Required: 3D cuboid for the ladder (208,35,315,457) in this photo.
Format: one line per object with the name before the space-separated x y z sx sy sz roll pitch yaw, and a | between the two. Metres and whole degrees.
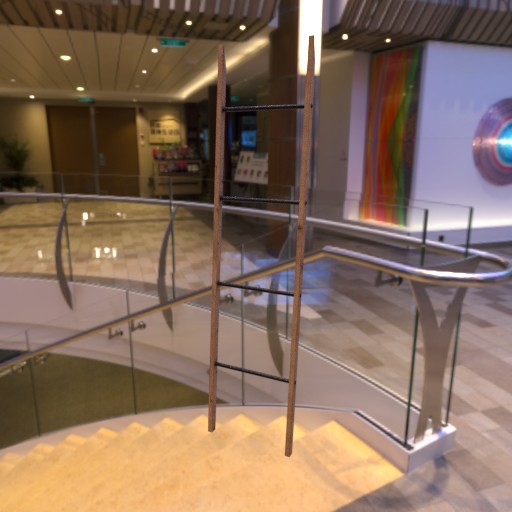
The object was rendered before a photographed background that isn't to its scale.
ladder | 0.000 0.000 1.985 0.442 1.805 0.200 7 15 25
